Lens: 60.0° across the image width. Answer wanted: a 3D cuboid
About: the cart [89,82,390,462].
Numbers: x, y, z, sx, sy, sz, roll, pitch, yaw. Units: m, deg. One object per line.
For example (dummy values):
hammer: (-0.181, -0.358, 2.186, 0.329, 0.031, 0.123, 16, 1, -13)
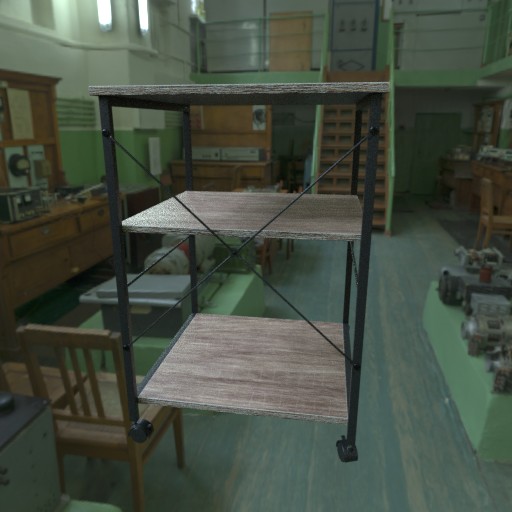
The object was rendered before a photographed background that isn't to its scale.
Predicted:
cart: (0.000, 0.000, 1.106, 0.521, 0.762, 0.520, 3, 17, 9)
